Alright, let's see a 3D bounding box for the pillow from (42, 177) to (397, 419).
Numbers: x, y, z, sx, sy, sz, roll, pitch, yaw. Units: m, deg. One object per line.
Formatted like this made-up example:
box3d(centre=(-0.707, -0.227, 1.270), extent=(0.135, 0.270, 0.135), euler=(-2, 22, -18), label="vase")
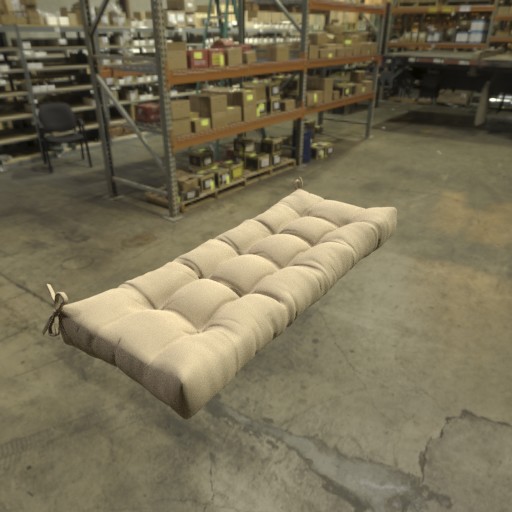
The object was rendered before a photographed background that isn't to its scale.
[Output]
box3d(centre=(0.000, 0.000, 1.373), extent=(0.511, 0.174, 1.194), euler=(18, 32, 32), label="pillow")
